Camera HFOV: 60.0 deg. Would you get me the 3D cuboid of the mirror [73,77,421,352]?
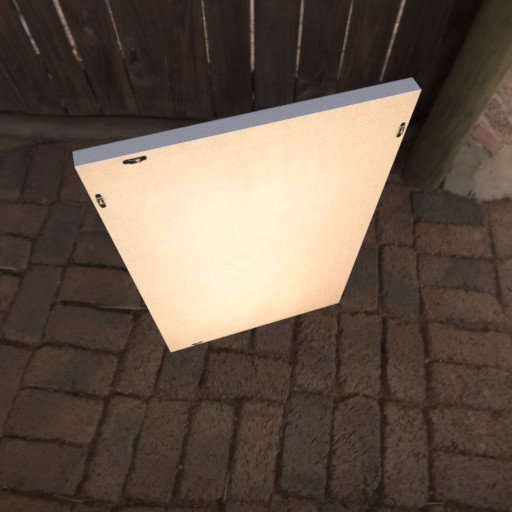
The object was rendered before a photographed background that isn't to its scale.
[{"bbox_3d":[0.000,0.000,1.147,0.609,0.914,0.041,-15,61,-9],"label":"mirror"}]
